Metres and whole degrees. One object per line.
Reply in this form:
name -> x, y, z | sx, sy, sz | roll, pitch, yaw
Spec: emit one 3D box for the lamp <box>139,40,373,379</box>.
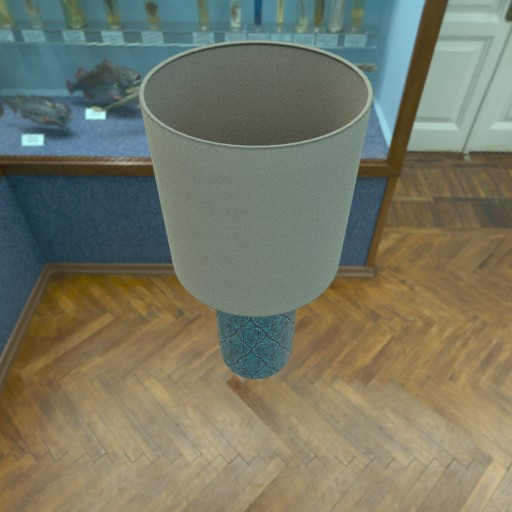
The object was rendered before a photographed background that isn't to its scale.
lamp -> 0.000, 0.000, 0.749 | 0.278, 0.597, 0.278 | 2, 46, 2
